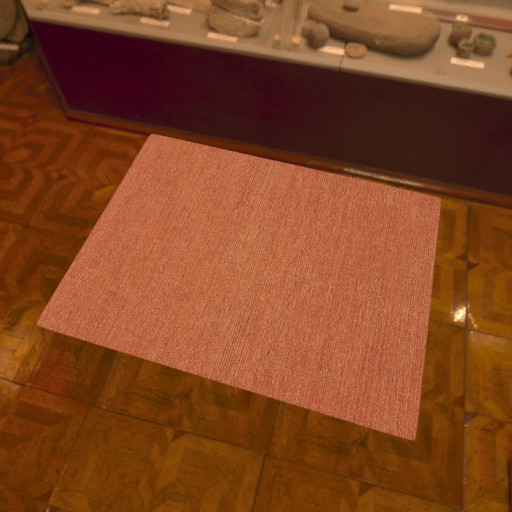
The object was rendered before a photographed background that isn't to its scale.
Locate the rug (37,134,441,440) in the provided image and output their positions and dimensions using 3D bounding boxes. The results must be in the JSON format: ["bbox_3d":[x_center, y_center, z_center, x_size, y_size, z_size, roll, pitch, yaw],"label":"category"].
[{"bbox_3d":[0.000,0.000,2.726,2.112,0.009,1.594,14,60,9],"label":"rug"}]
